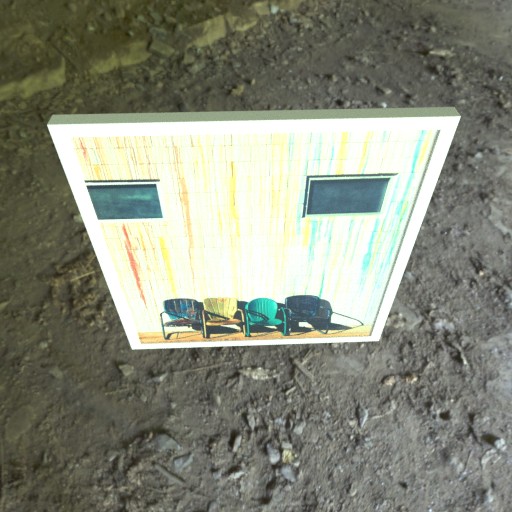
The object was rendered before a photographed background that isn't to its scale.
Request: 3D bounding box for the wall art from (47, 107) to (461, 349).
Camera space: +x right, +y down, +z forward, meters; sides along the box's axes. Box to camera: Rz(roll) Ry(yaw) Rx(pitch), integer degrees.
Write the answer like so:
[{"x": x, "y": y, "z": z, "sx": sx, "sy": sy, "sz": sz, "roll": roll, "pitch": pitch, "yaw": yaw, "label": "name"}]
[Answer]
[{"x": 0.000, "y": 0.000, "z": 1.101, "sx": 0.760, "sy": 0.760, "sz": 0.036, "roll": -2, "pitch": 47, "yaw": -2, "label": "wall art"}]
